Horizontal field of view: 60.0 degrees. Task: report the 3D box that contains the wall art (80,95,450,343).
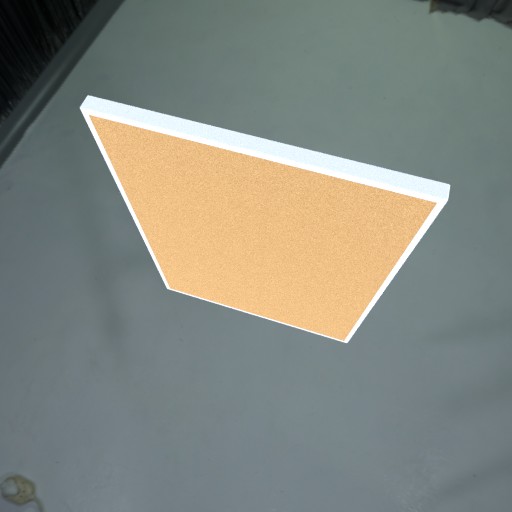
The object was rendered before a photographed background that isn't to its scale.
[{"bbox_3d":[0.000,0.000,1.608,0.914,1.221,0.046,16,65,8],"label":"wall art"}]
